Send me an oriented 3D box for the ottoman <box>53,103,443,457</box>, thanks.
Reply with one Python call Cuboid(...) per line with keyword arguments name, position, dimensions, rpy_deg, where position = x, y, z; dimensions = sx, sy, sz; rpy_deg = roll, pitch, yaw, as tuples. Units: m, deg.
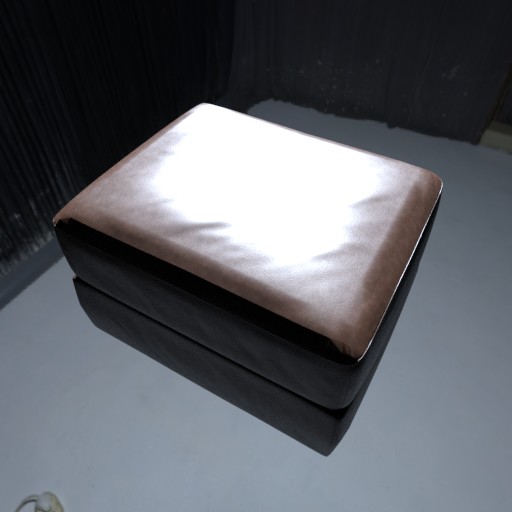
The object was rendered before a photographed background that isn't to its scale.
Cuboid(name="ottoman", position=(0.000, 0.000, 1.134), dimensions=(0.751, 0.476, 0.603), rpy_deg=(23, 51, 20))
